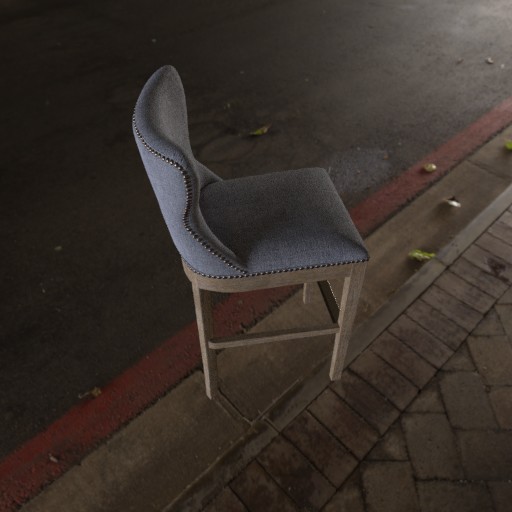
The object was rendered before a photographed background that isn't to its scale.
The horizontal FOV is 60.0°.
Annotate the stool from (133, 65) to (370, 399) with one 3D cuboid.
[{"bbox_3d":[0.000,0.000,1.479,0.606,1.123,0.494,-8,46,-8],"label":"stool"}]
